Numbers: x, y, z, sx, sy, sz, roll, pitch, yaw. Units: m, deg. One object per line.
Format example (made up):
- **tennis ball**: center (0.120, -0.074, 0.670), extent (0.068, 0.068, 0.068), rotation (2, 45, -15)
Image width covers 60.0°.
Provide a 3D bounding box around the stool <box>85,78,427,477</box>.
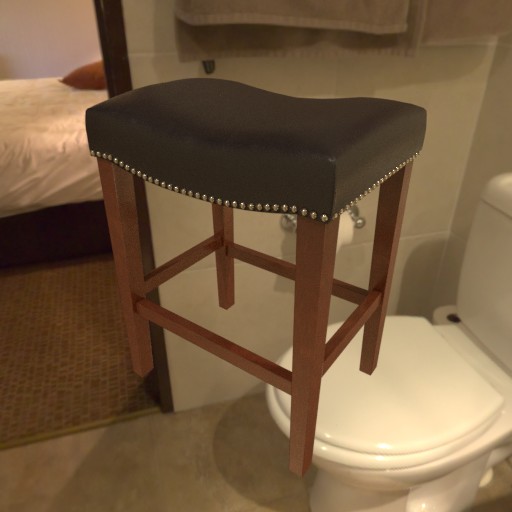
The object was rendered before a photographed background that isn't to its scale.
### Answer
- **stool**: center (0.000, 0.000, 0.932), extent (0.504, 0.654, 0.372), rotation (20, 36, 30)
